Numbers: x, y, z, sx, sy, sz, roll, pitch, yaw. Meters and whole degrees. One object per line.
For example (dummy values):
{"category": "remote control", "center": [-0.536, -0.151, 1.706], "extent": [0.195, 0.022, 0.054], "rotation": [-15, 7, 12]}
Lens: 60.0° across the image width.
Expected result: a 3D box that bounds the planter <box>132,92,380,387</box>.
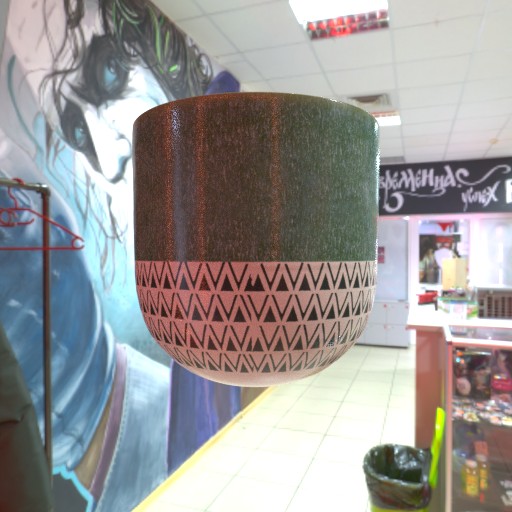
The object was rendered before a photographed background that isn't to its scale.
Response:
{"category": "planter", "center": [0.000, 0.000, 0.494], "extent": [0.266, 0.270, 0.266], "rotation": [0, 0, 0]}
